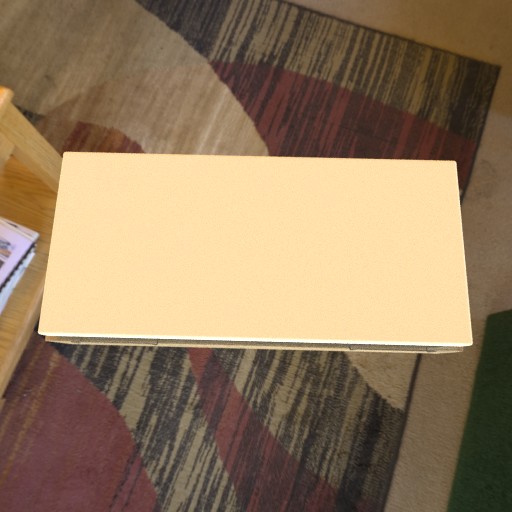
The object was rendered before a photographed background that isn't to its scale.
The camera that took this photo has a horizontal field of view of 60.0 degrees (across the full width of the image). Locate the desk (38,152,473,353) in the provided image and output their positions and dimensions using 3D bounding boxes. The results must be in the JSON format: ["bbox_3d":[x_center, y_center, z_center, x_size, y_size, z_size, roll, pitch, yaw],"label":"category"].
[{"bbox_3d":[0.000,0.000,2.191,1.900,0.455,0.900,1,76,0],"label":"desk"}]
